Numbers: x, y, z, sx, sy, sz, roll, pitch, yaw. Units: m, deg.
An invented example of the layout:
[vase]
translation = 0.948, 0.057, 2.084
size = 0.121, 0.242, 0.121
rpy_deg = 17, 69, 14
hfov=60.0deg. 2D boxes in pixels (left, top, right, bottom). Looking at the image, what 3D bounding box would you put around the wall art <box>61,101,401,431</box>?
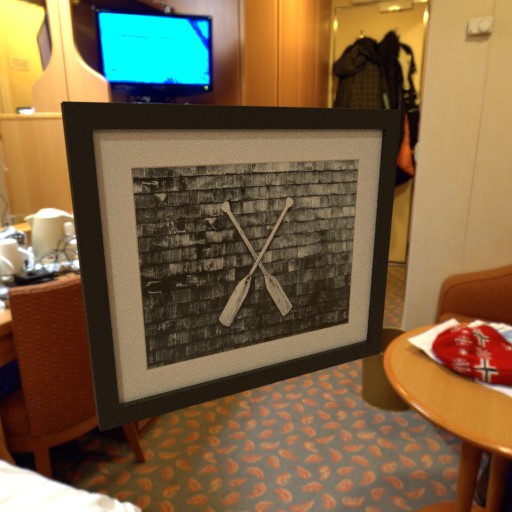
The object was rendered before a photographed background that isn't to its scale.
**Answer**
[wall art]
translation = 0.000, 0.000, 0.516
size = 0.381, 0.330, 0.029
rpy_deg = -8, 18, -25
